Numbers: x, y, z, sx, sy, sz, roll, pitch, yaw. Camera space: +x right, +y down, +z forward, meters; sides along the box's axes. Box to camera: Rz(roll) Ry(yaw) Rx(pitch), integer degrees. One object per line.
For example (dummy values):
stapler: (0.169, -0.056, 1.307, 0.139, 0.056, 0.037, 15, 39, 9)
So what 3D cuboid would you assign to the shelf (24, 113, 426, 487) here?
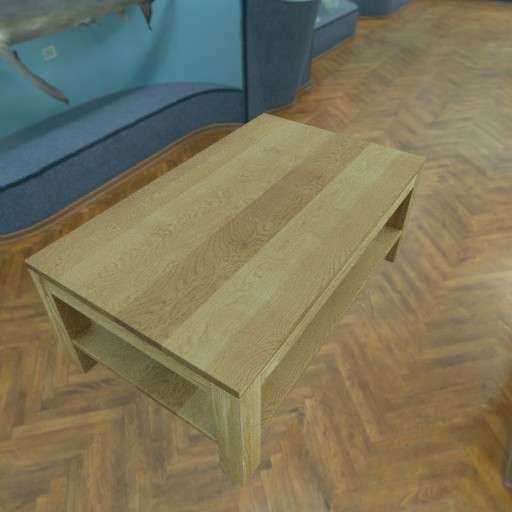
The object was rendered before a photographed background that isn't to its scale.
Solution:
shelf: (0.000, 0.000, 1.526, 0.700, 0.450, 1.150, 24, 46, 25)
